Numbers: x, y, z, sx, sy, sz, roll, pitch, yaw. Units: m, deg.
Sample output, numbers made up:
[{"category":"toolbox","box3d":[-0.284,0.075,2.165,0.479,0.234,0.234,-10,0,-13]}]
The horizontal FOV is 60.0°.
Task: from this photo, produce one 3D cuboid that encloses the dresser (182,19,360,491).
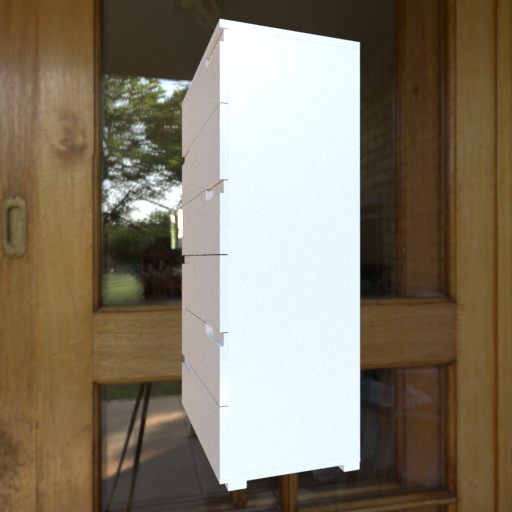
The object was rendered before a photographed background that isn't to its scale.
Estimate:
[{"category":"dresser","box3d":[0.000,0.000,1.482,0.400,1.190,0.650,0,0,-18]}]
